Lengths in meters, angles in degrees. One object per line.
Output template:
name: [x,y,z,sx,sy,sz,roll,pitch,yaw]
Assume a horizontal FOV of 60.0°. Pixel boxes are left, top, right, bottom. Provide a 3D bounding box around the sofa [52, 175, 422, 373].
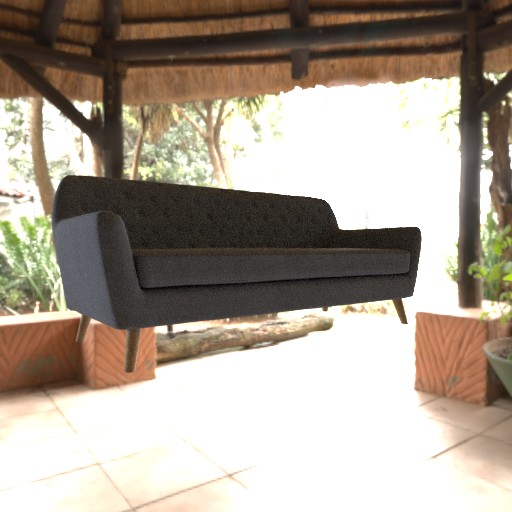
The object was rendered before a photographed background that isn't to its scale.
sofa: [0.000,0.000,2.439,1.970,0.830,0.830,-1,1,-37]
